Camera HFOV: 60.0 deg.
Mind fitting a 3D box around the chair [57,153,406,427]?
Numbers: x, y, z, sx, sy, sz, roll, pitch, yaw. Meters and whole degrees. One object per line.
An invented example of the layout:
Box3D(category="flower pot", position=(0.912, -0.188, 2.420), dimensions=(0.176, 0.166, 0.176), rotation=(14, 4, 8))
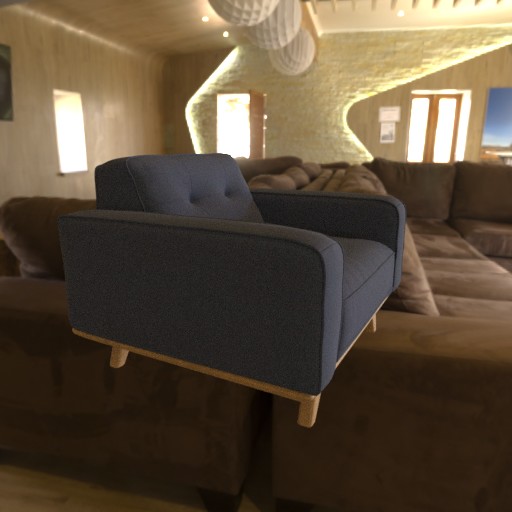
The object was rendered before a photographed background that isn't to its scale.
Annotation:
Box3D(category="chair", position=(0.000, 0.000, 1.750), dimensions=(0.953, 0.783, 1.118), rotation=(7, 16, 27))
